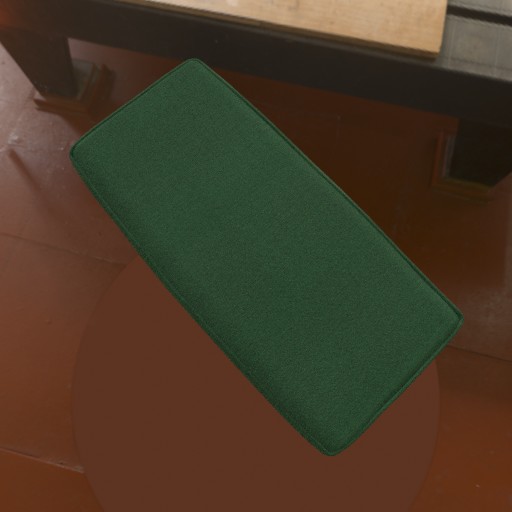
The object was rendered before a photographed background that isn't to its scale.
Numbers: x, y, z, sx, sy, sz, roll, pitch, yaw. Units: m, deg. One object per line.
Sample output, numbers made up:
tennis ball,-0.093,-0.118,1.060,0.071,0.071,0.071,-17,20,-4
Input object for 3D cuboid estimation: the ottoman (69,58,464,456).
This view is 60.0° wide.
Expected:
ottoman,0.000,0.000,1.237,0.483,0.471,0.957,-41,78,-10
